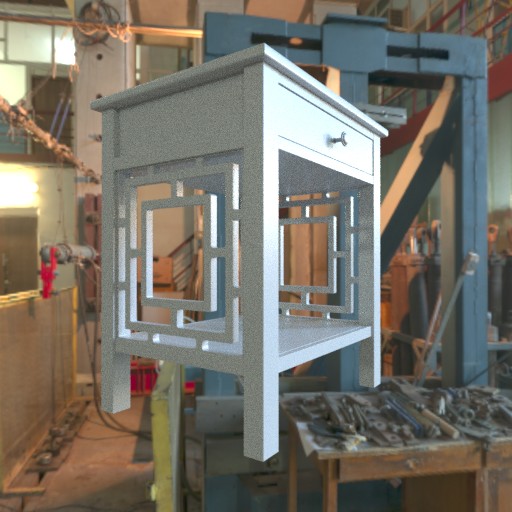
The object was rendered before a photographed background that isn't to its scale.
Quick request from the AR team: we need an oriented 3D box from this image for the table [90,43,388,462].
[{"bbox_3d":[0.000,0.000,1.023,0.451,0.646,0.564,0,0,35],"label":"table"}]
